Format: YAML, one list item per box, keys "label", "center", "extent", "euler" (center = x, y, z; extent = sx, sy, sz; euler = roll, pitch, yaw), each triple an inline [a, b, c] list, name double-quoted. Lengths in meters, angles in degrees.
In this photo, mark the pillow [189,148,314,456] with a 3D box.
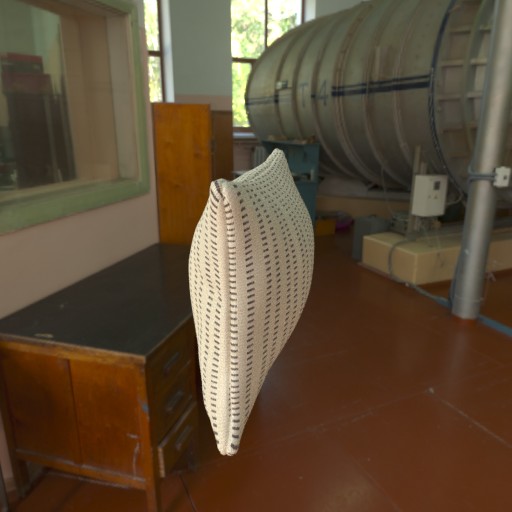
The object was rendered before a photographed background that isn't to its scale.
- label: "pillow"
  center: [0.000, 0.000, 0.816]
  extent: [0.210, 0.353, 0.640]
  euler: [2, 17, 8]
